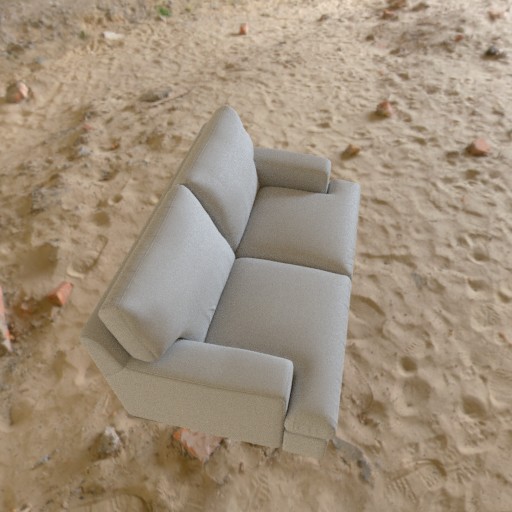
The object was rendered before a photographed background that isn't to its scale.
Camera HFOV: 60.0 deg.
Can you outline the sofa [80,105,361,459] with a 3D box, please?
[{"bbox_3d":[0.000,0.000,2.587,1.143,0.940,1.880,9,47,9],"label":"sofa"}]
